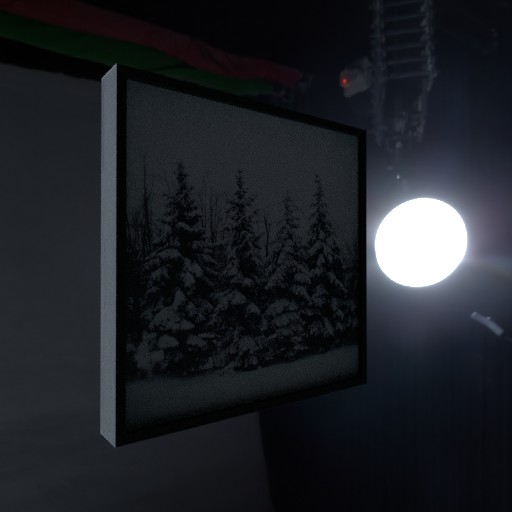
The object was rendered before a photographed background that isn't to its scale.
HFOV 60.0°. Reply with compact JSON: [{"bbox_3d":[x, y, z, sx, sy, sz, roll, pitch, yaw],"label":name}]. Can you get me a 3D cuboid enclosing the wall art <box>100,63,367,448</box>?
[{"bbox_3d":[0.000,0.000,0.458,0.305,0.305,0.037,0,-1,-37],"label":"wall art"}]
